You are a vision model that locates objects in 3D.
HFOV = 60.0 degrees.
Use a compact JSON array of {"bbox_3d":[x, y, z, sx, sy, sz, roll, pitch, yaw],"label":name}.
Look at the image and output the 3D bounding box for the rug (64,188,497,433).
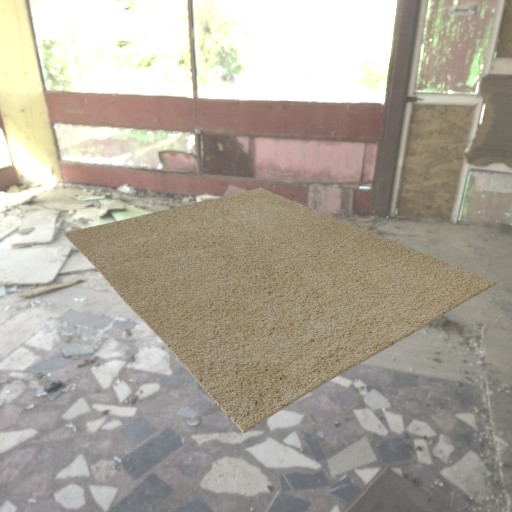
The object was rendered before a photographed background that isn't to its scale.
[{"bbox_3d":[0.000,0.000,3.851,2.400,0.025,3.000,-18,32,-33],"label":"rug"}]
